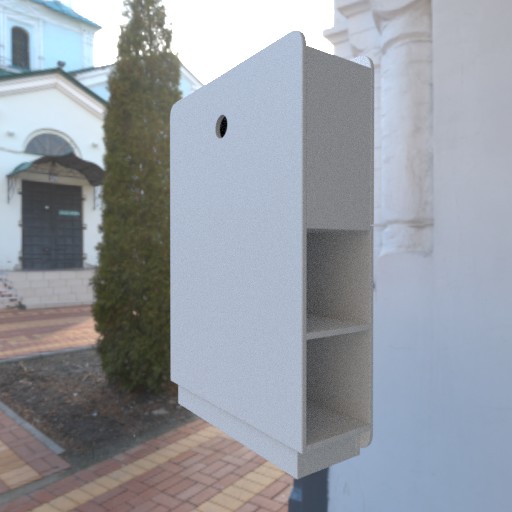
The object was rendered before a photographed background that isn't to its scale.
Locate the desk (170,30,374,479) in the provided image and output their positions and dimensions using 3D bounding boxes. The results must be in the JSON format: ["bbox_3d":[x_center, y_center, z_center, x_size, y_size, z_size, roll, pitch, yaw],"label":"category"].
[{"bbox_3d":[0.000,0.000,1.533,0.278,1.190,0.795,-1,1,-36],"label":"desk"}]
